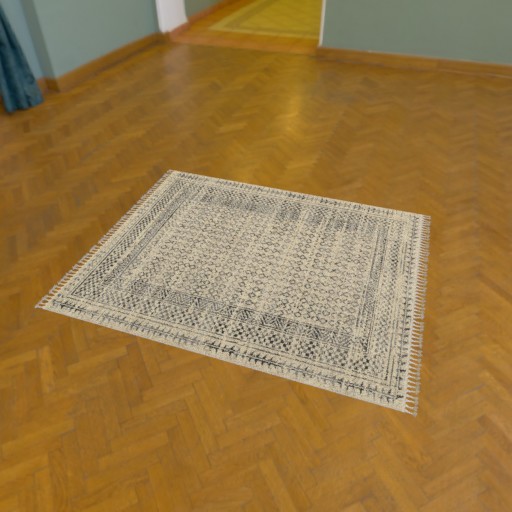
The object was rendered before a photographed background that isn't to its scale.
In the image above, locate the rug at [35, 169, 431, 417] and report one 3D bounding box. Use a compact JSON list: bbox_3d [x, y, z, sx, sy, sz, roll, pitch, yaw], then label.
[{"bbox_3d":[0.000,0.000,3.964,2.940,0.013,2.312,12,42,14],"label":"rug"}]
